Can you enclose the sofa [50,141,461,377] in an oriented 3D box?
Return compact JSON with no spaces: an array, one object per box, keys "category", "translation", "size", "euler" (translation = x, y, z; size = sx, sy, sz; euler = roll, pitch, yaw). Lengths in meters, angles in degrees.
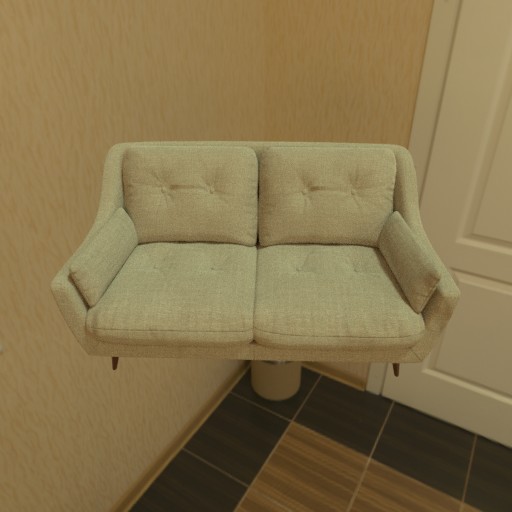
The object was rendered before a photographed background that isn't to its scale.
[{"category":"sofa","translation":[0.000,0.000,2.182],"size":[1.652,0.888,0.965],"euler":[1,31,2]}]
